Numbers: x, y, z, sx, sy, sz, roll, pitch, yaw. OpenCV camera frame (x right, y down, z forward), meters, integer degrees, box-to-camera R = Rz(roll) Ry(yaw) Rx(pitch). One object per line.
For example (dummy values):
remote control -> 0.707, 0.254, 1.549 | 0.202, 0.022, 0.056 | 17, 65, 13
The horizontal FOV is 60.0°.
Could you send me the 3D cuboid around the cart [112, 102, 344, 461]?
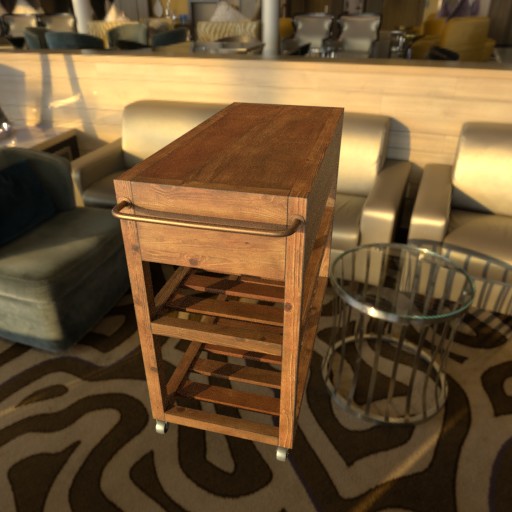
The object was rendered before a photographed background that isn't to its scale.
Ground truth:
cart -> 0.000, 0.000, 1.517 | 0.445, 0.830, 1.065 | 7, 30, 12
